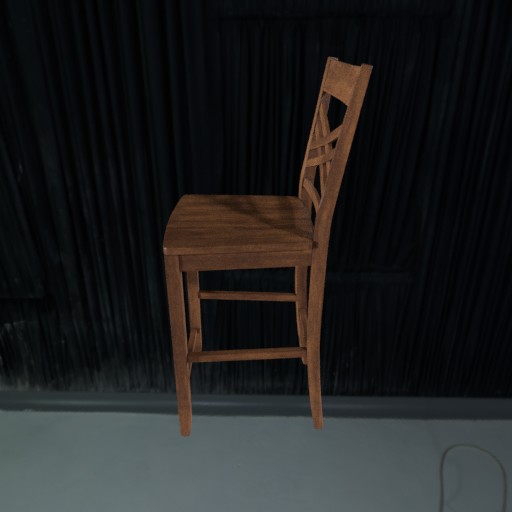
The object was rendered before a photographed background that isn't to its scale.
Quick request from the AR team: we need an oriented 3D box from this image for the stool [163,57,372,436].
[{"bbox_3d":[0.000,0.000,1.355,0.504,1.098,0.426,-1,26,-1],"label":"stool"}]
